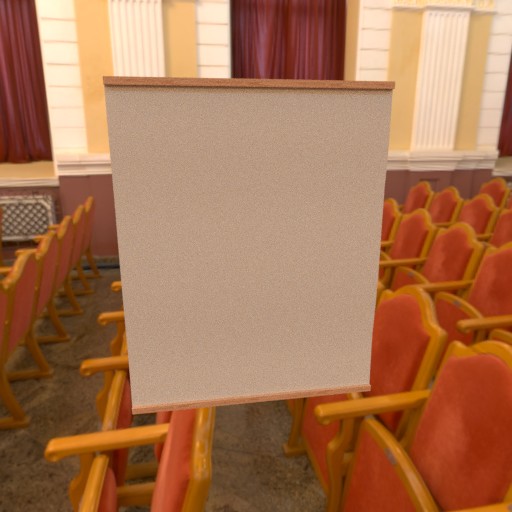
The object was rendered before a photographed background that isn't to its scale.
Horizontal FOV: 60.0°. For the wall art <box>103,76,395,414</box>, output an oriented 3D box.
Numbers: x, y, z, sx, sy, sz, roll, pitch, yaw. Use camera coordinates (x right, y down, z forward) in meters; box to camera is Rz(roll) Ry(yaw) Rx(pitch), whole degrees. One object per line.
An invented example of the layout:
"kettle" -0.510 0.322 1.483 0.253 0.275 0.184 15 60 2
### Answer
"wall art" 0.000 0.000 0.682 0.406 0.508 0.013 -3 16 -9
